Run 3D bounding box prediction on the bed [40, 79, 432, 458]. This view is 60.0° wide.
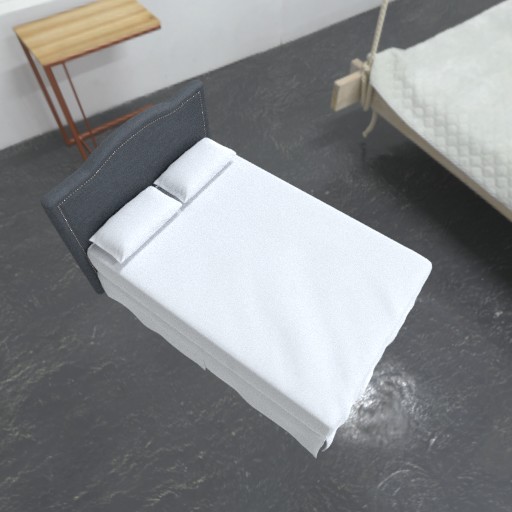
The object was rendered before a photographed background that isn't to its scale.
[{"bbox_3d":[0.000,0.000,3.568,2.507,1.441,1.747,32,63,18],"label":"bed"}]
